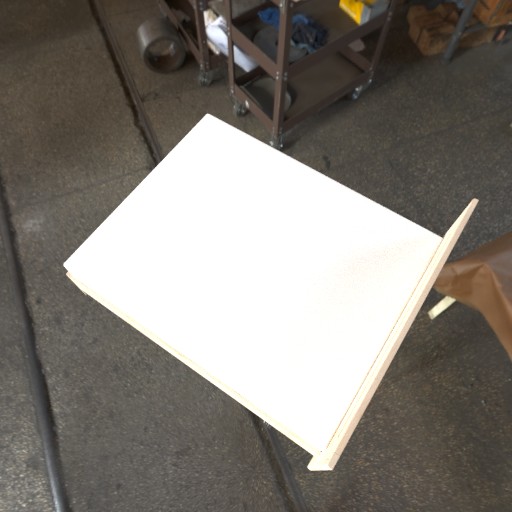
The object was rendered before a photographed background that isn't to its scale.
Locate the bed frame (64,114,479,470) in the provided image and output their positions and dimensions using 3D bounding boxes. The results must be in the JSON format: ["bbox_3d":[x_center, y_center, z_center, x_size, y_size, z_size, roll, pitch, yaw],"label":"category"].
[{"bbox_3d":[0.000,0.000,3.049,2.080,0.900,1.800,31,68,14],"label":"bed frame"}]
